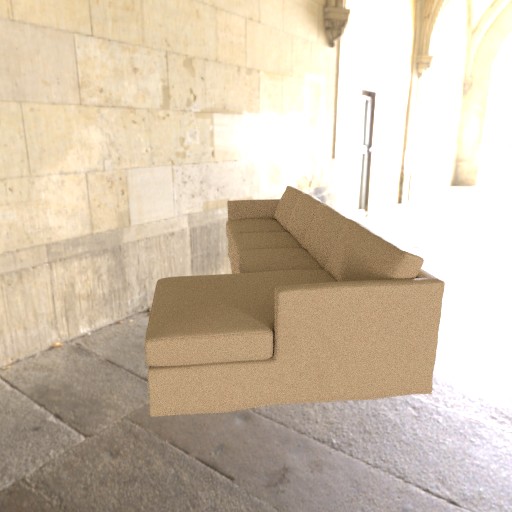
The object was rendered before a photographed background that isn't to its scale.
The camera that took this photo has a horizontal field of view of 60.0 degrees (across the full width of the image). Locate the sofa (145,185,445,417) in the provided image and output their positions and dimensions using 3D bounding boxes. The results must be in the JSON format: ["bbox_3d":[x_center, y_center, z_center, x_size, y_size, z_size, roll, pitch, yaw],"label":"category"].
[{"bbox_3d":[0.000,0.000,3.830,1.622,0.871,3.206,-2,16,-8],"label":"sofa"}]
